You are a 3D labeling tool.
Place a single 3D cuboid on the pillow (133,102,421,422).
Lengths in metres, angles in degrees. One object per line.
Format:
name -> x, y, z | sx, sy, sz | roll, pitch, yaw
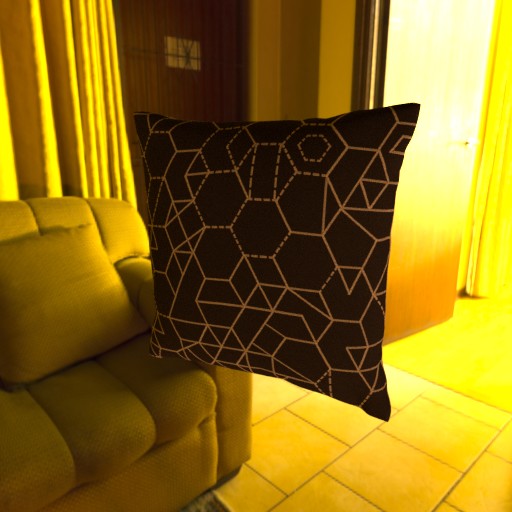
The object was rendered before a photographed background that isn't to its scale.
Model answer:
pillow -> 0.000, 0.000, 0.794 | 0.517, 0.508, 0.158 | 7, 16, 26
